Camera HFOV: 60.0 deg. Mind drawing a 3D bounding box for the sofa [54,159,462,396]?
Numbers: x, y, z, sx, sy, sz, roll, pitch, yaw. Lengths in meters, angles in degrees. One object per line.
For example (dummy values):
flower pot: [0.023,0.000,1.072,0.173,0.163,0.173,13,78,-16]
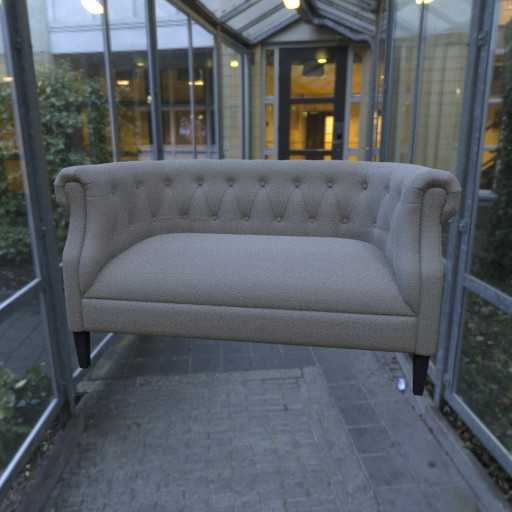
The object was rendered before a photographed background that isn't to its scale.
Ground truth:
sofa: [0.000,0.000,2.009,1.558,0.827,0.835,2,15,8]
